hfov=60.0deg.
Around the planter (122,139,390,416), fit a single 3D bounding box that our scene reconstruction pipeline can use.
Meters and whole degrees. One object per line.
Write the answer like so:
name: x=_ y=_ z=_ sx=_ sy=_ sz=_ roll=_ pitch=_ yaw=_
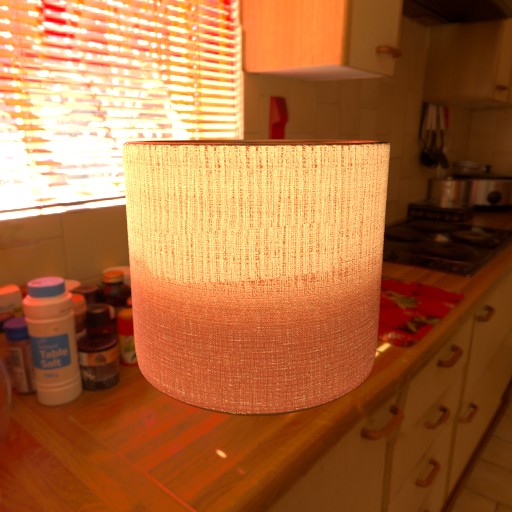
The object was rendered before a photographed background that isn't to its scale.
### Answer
planter: x=0.000 y=0.000 z=0.399 sx=0.221 sy=0.201 sz=0.221 roll=0 pitch=15 yaw=0
